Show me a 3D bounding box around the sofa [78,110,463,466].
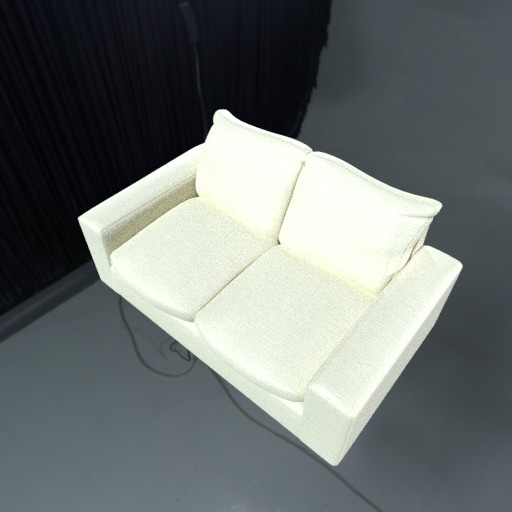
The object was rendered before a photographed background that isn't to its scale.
[{"bbox_3d":[0.000,0.000,2.345,1.754,0.875,1.091,31,53,27],"label":"sofa"}]
